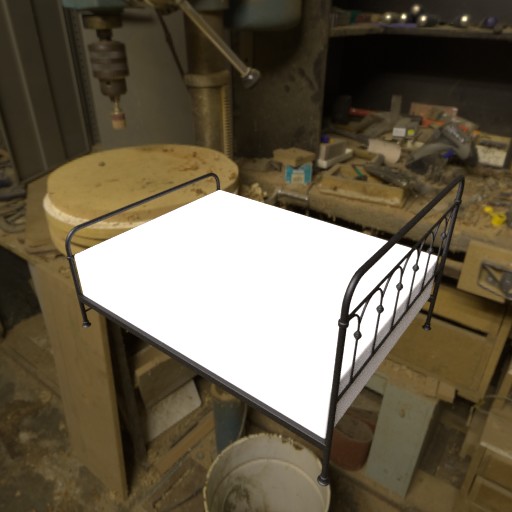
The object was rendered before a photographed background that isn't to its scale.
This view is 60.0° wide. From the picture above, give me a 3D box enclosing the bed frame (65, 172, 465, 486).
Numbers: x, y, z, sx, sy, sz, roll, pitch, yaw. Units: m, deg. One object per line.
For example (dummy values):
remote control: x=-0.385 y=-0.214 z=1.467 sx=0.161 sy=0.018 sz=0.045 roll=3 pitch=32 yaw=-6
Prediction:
bed frame: x=0.000 y=0.000 z=3.153 sx=2.203 sy=1.276 sz=1.664 roll=21 pitch=36 yaw=32
